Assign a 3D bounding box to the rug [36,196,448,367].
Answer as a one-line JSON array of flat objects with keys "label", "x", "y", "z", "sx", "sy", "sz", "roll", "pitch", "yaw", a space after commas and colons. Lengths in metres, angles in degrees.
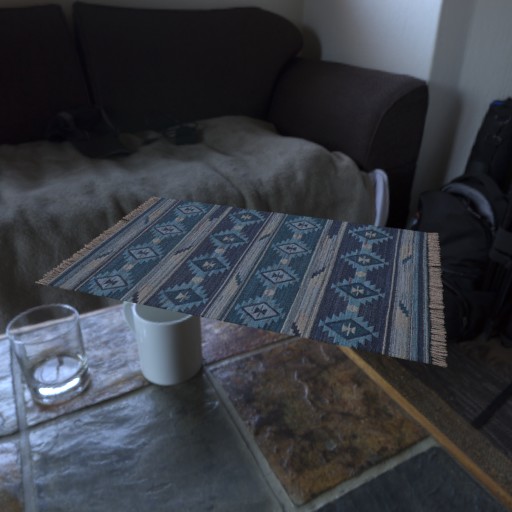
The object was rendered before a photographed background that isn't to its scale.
[{"label": "rug", "x": 0.000, "y": 0.000, "z": 2.433, "sx": 1.936, "sy": 0.028, "sz": 1.181, "roll": 9, "pitch": 31, "yaw": 16}]
